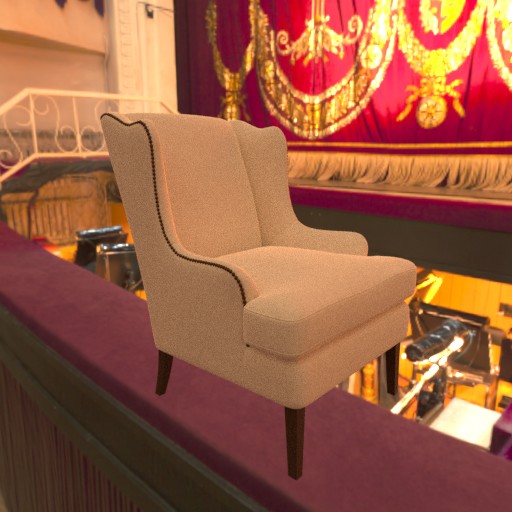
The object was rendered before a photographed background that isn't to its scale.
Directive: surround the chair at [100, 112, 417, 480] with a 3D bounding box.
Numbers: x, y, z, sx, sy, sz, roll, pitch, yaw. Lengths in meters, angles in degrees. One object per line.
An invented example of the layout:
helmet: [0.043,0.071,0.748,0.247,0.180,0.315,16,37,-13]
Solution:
chair: [0.000,0.000,1.621,0.940,1.029,0.737,12,18,41]
